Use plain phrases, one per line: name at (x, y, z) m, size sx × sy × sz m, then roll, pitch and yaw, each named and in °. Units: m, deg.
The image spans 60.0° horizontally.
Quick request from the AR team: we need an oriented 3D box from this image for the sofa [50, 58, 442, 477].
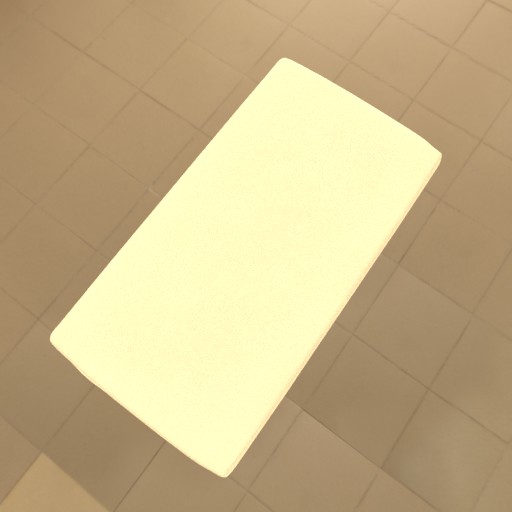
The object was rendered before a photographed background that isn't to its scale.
sofa at (0.000, 0.000, 2.074) m, size 0.939 × 0.552 × 1.677 m, roll 35°, pitch 78°, yaw 9°
